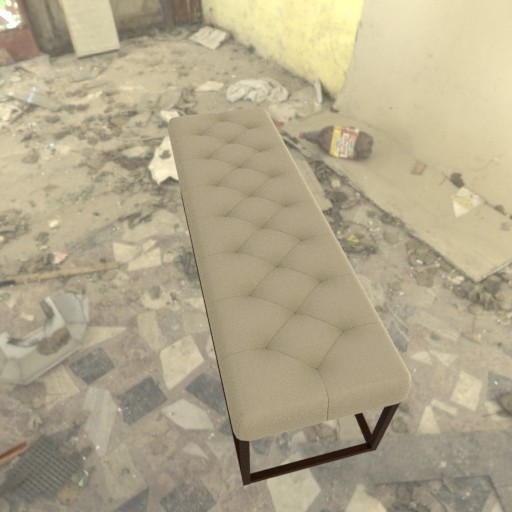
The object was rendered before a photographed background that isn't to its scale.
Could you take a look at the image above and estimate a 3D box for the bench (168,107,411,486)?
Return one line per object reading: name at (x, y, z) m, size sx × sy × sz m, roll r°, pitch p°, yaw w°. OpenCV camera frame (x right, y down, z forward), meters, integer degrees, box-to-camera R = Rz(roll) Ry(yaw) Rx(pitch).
bench at (0.000, 0.000, 1.736) m, size 0.479 × 0.488 × 1.488 m, roll -10°, pitch 47°, yaw -10°
